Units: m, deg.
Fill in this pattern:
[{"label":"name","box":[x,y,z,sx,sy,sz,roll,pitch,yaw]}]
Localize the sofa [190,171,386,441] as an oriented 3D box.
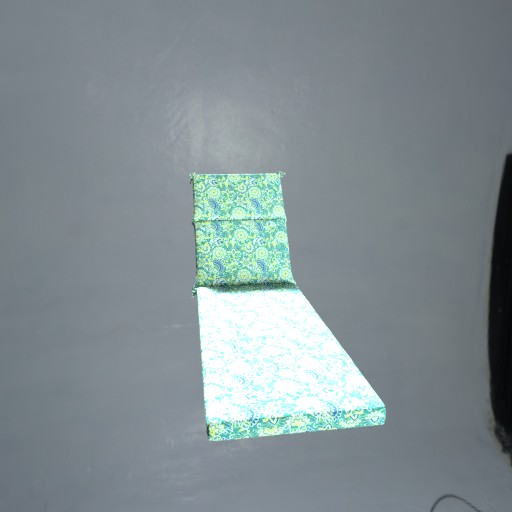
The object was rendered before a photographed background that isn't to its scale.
[{"label":"sofa","box":[0.000,0.000,1.958,0.582,0.622,1.663,-2,15,-8]}]
